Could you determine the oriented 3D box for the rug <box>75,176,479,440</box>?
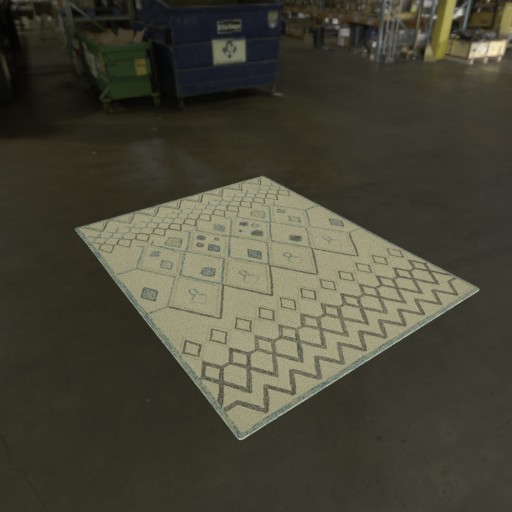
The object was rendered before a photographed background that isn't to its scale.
[{"bbox_3d":[0.000,0.000,4.162,2.441,0.013,3.056,-21,38,-30],"label":"rug"}]
